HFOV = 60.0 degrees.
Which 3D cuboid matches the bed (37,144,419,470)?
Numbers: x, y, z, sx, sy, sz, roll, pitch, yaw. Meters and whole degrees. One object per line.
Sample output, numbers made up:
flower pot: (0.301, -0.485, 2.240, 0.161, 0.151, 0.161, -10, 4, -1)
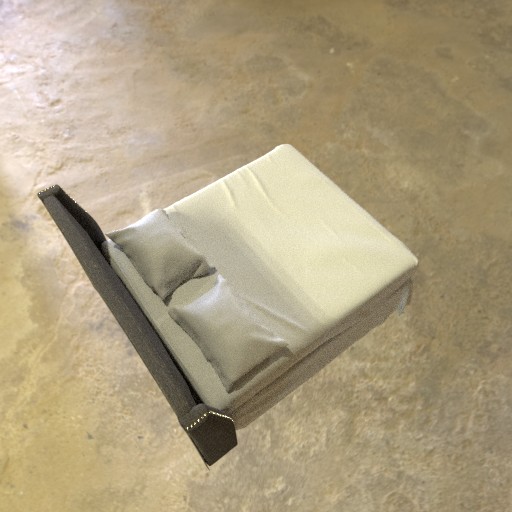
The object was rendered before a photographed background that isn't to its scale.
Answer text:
bed: (0.000, 0.000, 3.451, 2.276, 1.332, 1.925, -32, 63, -19)
